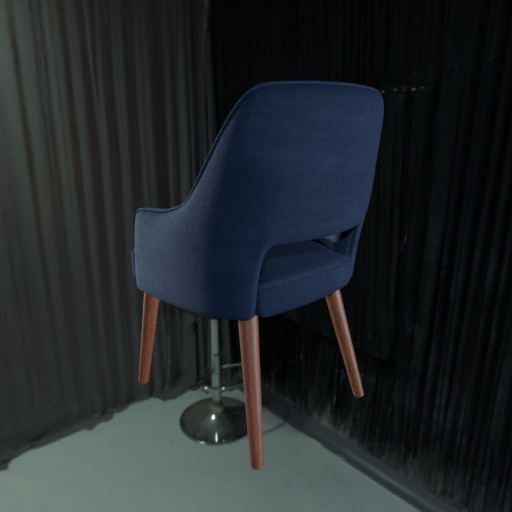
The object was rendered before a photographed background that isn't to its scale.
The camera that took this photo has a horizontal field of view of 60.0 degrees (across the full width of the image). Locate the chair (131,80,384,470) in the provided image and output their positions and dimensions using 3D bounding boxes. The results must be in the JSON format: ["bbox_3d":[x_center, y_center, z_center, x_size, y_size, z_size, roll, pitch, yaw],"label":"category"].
[{"bbox_3d":[0.000,0.000,1.205,0.559,0.844,0.591,-15,22,-42],"label":"chair"}]
